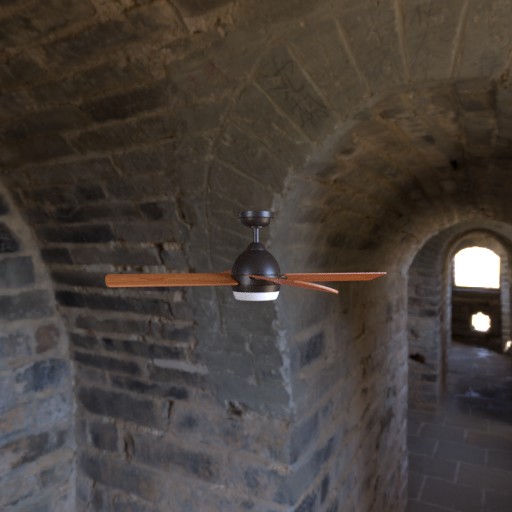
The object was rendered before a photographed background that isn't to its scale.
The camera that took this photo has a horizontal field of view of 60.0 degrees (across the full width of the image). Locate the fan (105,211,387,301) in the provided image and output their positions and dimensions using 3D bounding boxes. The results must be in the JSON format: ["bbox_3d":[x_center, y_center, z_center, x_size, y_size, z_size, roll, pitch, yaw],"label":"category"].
[{"bbox_3d":[0.000,0.000,2.067,1.332,0.403,1.332,0,0,-18],"label":"fan"}]
